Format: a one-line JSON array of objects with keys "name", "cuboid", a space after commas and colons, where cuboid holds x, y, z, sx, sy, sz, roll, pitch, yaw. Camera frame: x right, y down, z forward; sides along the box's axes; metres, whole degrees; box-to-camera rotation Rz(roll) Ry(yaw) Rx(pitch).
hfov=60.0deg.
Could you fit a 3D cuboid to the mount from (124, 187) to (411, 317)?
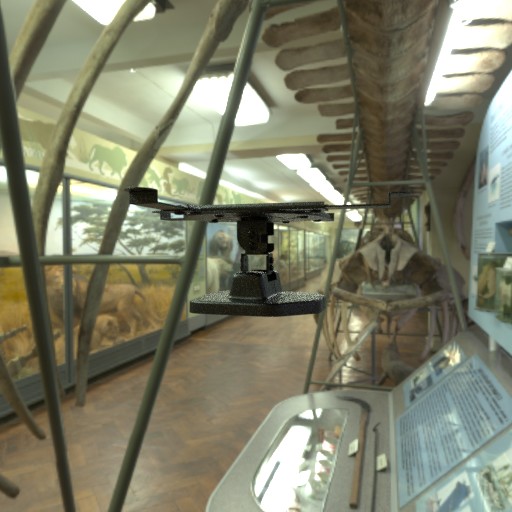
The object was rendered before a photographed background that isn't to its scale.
[{"name": "mount", "cuboid": [0.000, 0.000, 0.607, 0.394, 0.141, 0.394, 0, 1, 17]}]
